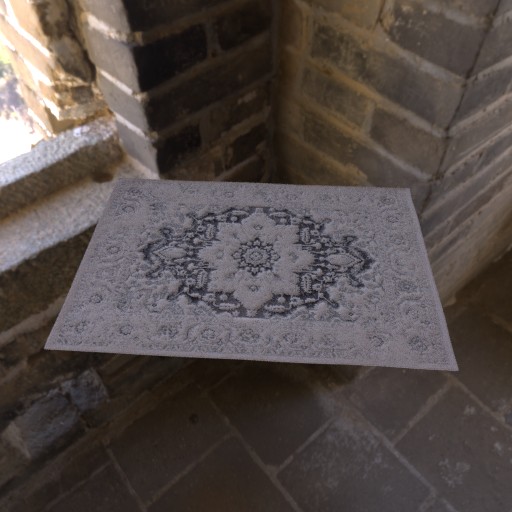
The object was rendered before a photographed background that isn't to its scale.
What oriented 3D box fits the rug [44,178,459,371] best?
[{"bbox_3d":[0.000,0.000,2.334,1.813,0.008,1.223,2,48,2],"label":"rug"}]
